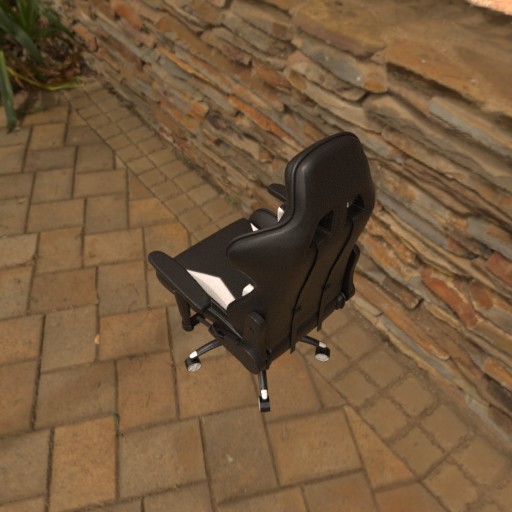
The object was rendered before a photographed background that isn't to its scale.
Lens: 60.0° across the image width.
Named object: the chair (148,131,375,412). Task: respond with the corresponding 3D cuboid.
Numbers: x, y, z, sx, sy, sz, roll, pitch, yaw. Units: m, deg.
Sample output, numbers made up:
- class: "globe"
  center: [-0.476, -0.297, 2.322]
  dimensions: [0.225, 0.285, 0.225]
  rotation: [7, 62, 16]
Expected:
- class: "chair"
  center: [0.000, 0.000, 1.731]
  dimensions: [0.730, 1.285, 0.695]
  rotation: [-33, 55, -27]
